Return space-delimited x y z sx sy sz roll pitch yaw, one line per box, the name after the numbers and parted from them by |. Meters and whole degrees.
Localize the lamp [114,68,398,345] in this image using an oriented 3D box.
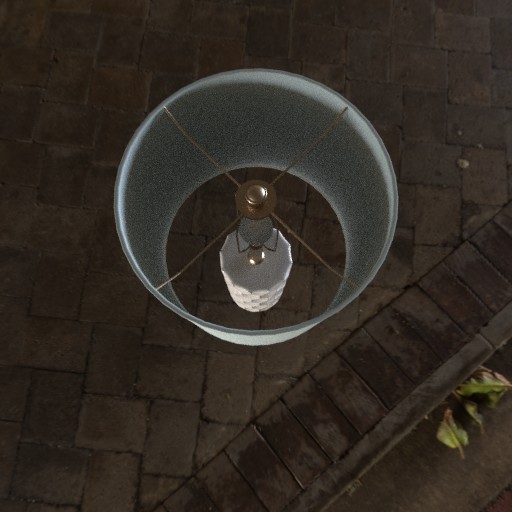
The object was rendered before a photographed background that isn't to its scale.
0.000 0.000 0.691 0.277 0.534 0.277 -7 77 -2 | lamp
